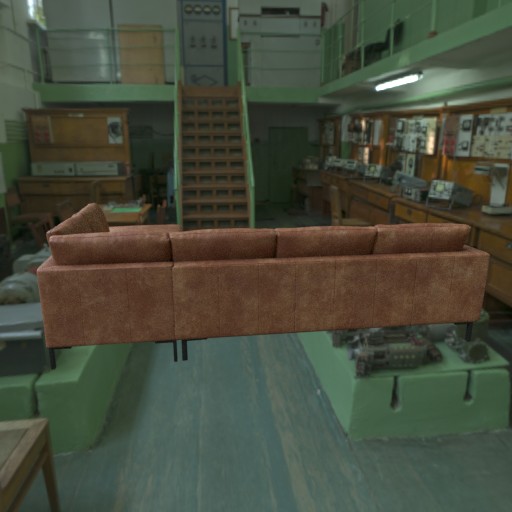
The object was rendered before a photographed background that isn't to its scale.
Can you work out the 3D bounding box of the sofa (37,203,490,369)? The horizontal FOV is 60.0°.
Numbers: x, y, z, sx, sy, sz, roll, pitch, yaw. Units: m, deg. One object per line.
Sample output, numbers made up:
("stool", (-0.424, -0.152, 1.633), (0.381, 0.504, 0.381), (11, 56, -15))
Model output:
("sofa", (0.000, 0.000, 3.794), (2.984, 0.877, 1.938), (-2, 15, -8))
